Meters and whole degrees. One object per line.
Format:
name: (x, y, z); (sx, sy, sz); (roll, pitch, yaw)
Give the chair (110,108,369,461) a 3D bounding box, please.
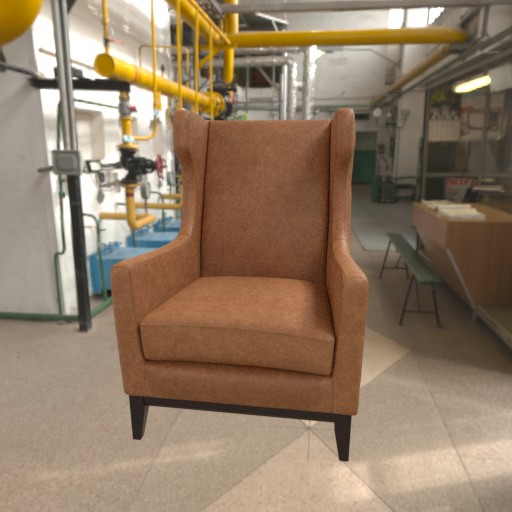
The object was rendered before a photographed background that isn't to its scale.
chair: (0.000, 0.000, 1.678); (0.766, 1.079, 0.899); (2, 14, 9)
